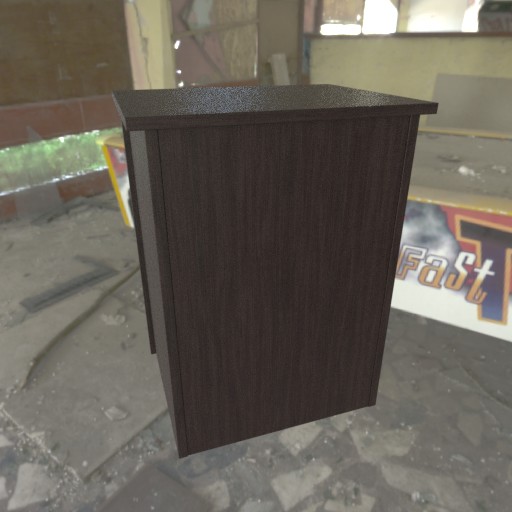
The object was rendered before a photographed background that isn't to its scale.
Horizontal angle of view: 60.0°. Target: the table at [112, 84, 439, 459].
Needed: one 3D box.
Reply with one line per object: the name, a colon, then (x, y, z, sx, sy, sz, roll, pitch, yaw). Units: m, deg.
table: (0.000, 0.000, 0.929, 0.480, 0.635, 0.381, -8, 27, -17)
